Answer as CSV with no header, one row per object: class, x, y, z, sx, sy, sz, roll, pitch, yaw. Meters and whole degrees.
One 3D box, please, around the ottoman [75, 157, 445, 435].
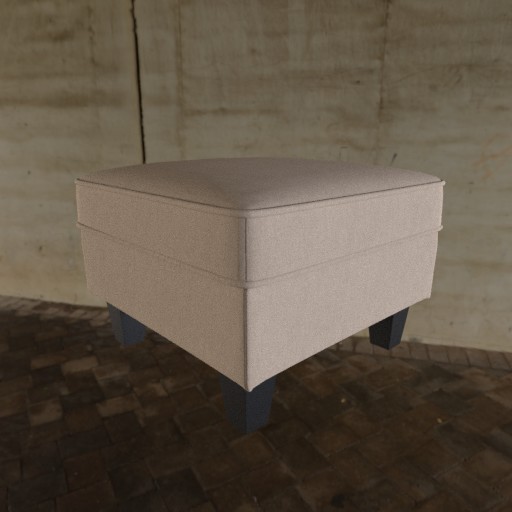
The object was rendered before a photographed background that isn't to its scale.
ottoman,0.000,0.000,1.032,0.613,0.438,0.616,-14,21,-41
